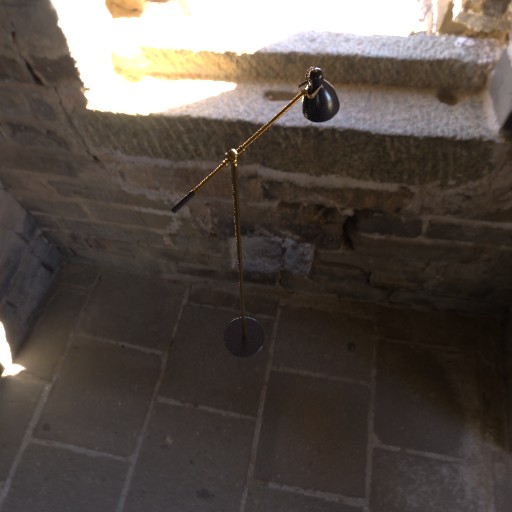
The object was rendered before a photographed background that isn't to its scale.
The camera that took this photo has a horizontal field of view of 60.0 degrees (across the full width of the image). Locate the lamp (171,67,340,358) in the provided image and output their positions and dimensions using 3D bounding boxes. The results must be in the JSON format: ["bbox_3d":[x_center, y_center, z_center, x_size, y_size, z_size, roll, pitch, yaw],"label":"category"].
[{"bbox_3d":[0.000,0.000,1.867,0.618,1.628,0.235,-32,63,-18],"label":"lamp"}]
